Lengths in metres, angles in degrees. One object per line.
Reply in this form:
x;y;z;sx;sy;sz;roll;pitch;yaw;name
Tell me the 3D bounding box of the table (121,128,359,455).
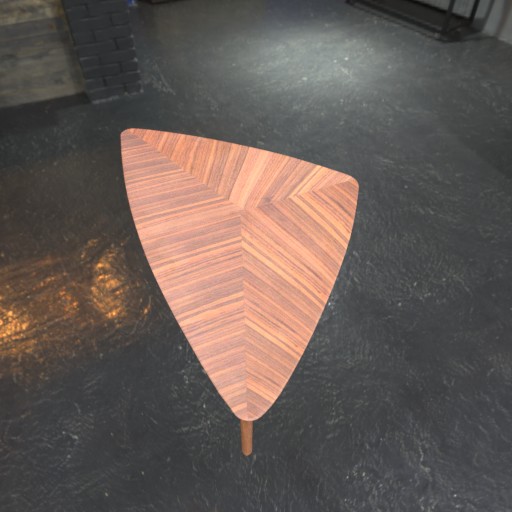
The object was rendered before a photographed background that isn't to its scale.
0.000;0.000;1.278;0.601;0.365;1.008;-18;50;-15;table
